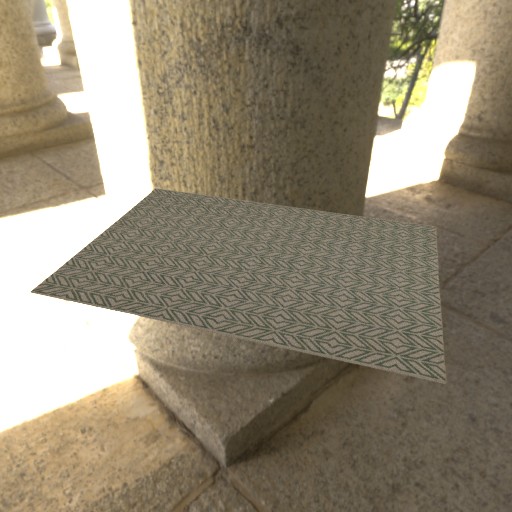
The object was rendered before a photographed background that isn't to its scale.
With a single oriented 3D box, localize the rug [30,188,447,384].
[{"bbox_3d":[0.000,0.000,2.323,1.828,0.007,1.220,10,34,14],"label":"rug"}]
